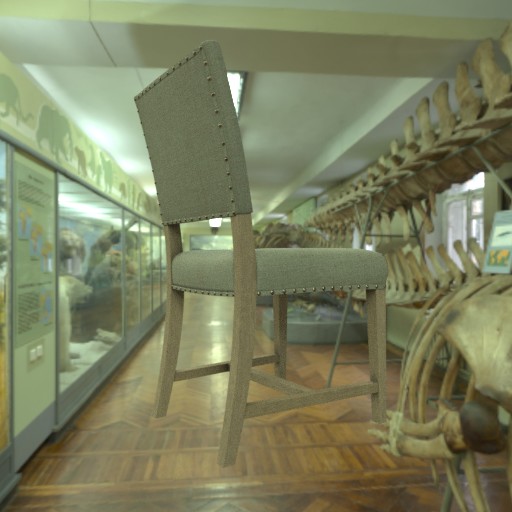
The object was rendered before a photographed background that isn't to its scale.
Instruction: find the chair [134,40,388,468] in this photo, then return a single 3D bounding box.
[{"bbox_3d":[0.000,0.000,1.342,0.622,0.986,0.508,0,0,-36],"label":"chair"}]
